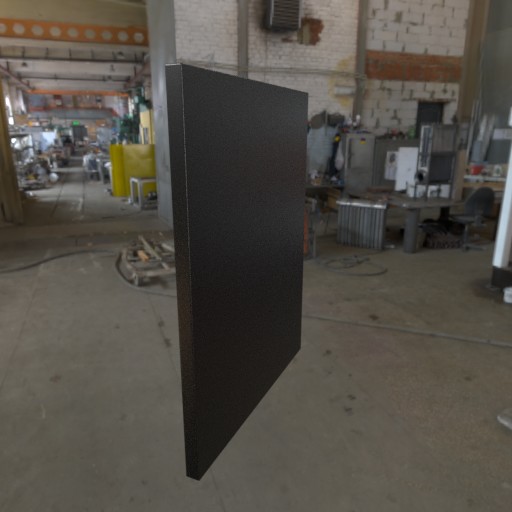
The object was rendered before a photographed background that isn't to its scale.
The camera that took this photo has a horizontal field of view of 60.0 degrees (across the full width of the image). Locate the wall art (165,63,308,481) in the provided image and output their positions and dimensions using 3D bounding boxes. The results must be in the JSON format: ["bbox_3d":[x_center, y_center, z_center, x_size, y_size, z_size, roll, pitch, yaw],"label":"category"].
[{"bbox_3d":[0.000,0.000,1.628,0.053,1.194,0.950,7,17,24],"label":"wall art"}]
